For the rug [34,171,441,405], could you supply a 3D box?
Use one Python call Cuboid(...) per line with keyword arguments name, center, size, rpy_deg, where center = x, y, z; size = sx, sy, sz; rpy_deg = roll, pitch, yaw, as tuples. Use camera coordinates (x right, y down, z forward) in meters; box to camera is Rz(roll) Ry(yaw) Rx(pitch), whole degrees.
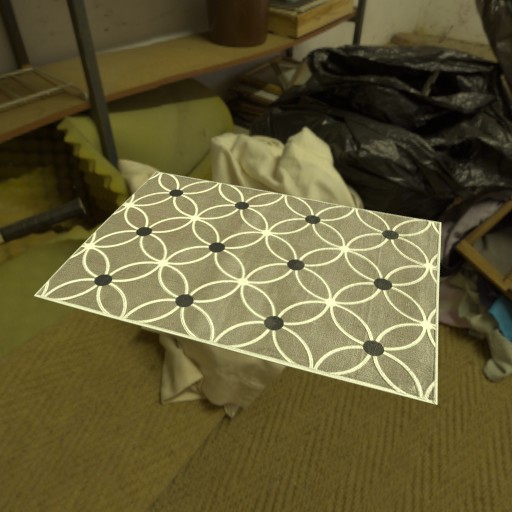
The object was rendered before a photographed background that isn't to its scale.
Cuboid(name="rug", center=(0.000, 0.000, 2.889), size=(2.284, 0.008, 1.522), rpy_deg=(12, 42, 14))
